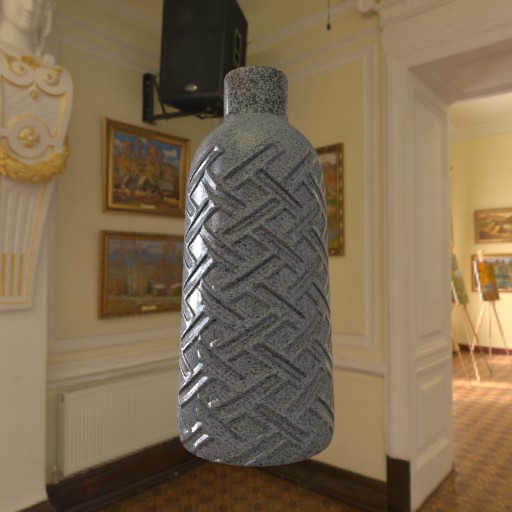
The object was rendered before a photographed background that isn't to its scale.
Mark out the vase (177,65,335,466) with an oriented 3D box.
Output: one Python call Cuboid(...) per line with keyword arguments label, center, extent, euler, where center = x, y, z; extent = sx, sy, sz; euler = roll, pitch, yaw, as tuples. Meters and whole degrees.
Cuboid(label="vase", center=(0.000, 0.000, 0.351), extent=(0.122, 0.282, 0.122), euler=(0, -1, 0))
